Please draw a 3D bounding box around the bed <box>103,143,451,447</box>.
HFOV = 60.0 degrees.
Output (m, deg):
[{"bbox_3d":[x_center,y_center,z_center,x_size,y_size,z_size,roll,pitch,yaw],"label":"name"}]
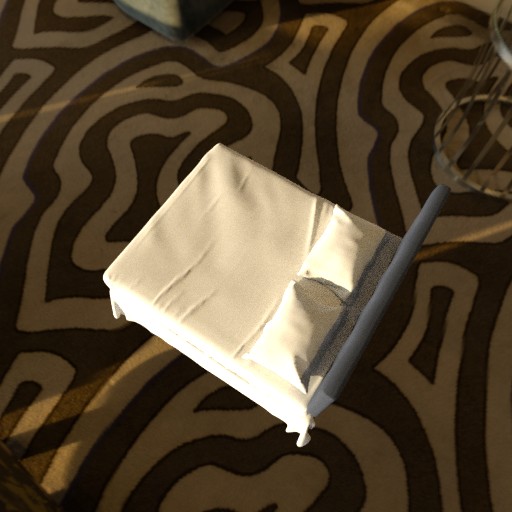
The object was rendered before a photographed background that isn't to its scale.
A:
[{"bbox_3d":[0.000,0.000,3.583,2.222,1.577,1.936,30,68,14],"label":"bed"}]
